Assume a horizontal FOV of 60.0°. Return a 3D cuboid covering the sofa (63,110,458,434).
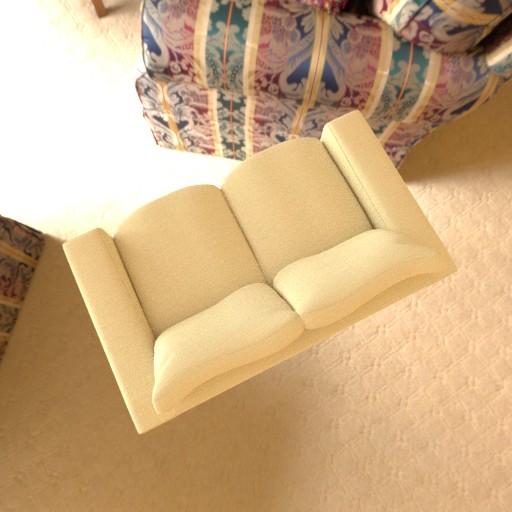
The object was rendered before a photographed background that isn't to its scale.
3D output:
[{"bbox_3d":[0.000,0.000,2.348,1.754,0.875,1.091,-26,77,-6],"label":"sofa"}]
